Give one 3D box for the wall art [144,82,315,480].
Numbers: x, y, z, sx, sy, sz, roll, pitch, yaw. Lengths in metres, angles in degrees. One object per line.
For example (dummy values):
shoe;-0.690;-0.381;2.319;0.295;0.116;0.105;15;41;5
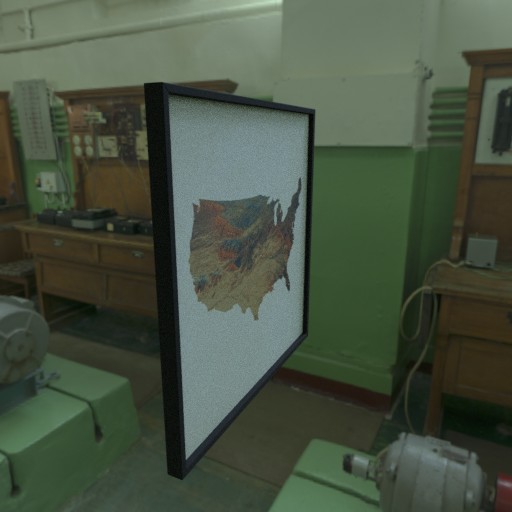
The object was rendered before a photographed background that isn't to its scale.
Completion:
wall art;0.000;0.000;1.145;0.038;0.762;0.762;7;16;25
